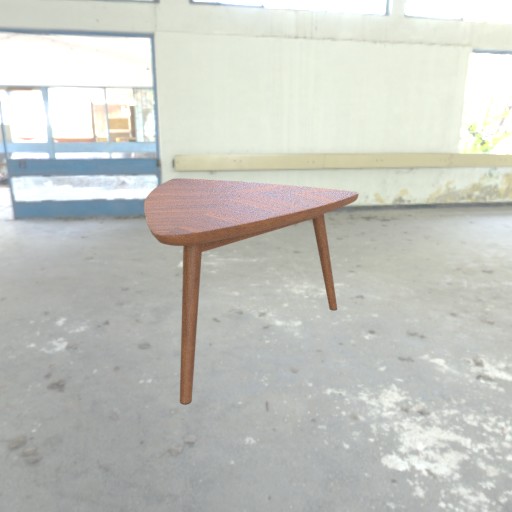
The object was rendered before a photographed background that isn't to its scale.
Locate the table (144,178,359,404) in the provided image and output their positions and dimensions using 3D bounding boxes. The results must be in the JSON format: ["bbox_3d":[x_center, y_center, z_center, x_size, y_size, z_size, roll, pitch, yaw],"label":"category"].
[{"bbox_3d":[0.000,0.000,1.302,0.601,0.365,1.008,-2,16,-8],"label":"table"}]
